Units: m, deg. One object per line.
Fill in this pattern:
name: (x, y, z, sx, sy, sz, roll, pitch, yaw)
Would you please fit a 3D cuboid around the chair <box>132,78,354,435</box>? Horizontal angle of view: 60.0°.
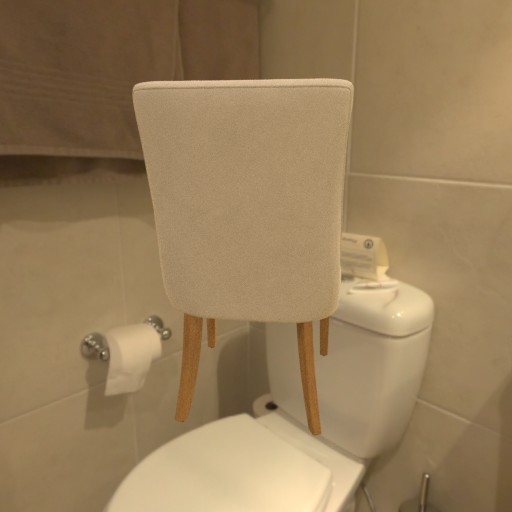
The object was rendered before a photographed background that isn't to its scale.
chair: (0.000, 0.000, 1.284, 0.495, 0.902, 0.610, 2, 16, 8)
